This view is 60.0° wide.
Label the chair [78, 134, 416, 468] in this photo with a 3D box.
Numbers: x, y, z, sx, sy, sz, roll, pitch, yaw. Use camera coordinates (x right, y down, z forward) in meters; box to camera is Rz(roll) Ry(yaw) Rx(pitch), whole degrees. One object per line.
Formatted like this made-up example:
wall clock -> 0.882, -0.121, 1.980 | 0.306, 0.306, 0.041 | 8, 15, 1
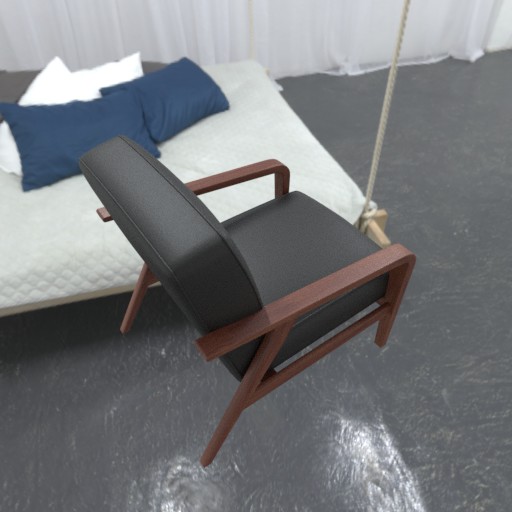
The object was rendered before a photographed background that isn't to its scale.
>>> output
chair -> 0.000, 0.000, 1.523 | 0.889, 0.861, 0.719 | -26, 48, -25
